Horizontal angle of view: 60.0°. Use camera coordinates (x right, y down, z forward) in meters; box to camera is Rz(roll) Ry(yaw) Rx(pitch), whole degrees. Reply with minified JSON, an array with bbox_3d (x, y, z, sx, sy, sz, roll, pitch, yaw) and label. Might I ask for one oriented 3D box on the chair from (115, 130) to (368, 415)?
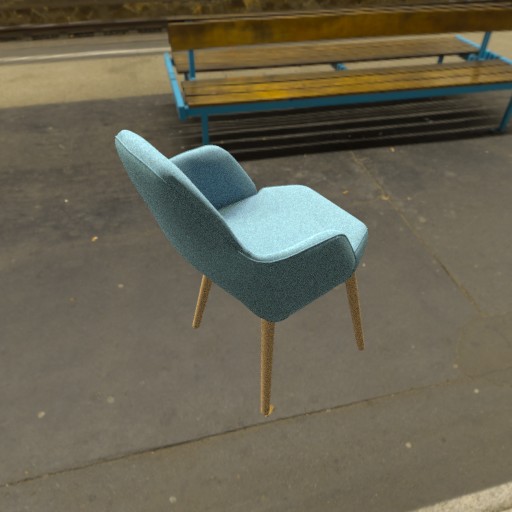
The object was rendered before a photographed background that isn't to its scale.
[{"bbox_3d":[0.000,0.000,1.352,0.666,0.920,0.589,-25,47,-26],"label":"chair"}]
